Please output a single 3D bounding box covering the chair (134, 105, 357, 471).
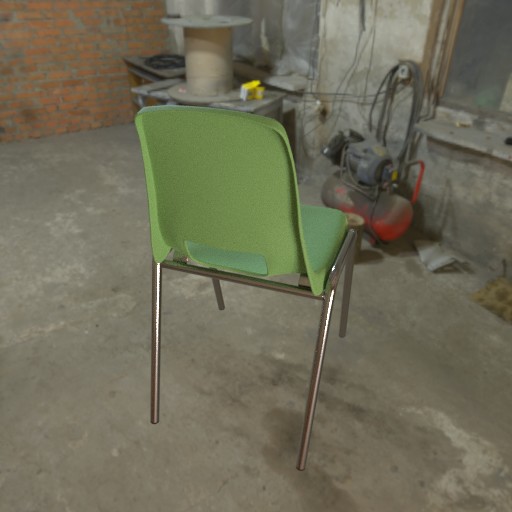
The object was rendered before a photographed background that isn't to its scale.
[{"bbox_3d":[0.000,0.000,0.924,0.381,0.704,0.436,11,34,16],"label":"chair"}]
